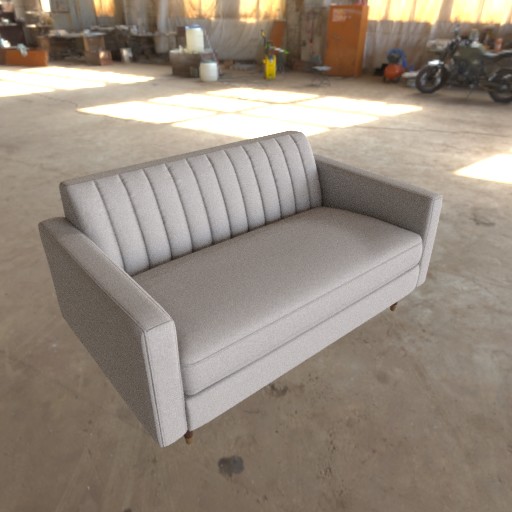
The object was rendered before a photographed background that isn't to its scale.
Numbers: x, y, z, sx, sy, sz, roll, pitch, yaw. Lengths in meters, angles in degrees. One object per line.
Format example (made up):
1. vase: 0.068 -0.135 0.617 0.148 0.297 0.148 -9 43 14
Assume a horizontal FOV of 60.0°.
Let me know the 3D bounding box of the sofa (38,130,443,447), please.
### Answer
1. sofa: 0.000 0.000 2.077 1.585 0.801 0.950 -23 37 -34
